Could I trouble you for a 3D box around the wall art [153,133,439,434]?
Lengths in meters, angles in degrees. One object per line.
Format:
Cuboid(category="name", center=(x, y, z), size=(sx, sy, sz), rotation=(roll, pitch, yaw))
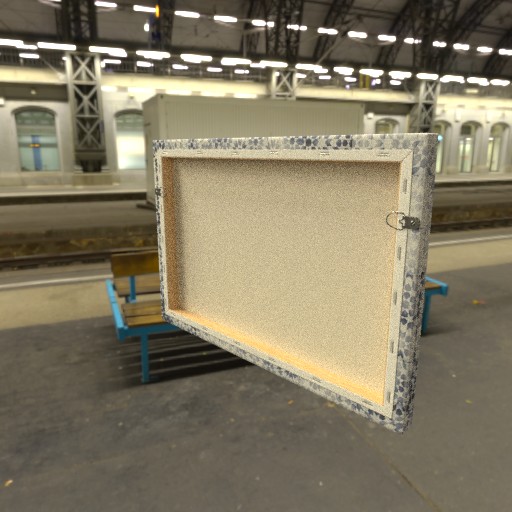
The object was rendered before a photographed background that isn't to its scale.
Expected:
Cuboid(category="wall art", center=(0.000, 0.000, 0.788), size=(0.030, 0.406, 0.608), rotation=(-13, 19, -43))
